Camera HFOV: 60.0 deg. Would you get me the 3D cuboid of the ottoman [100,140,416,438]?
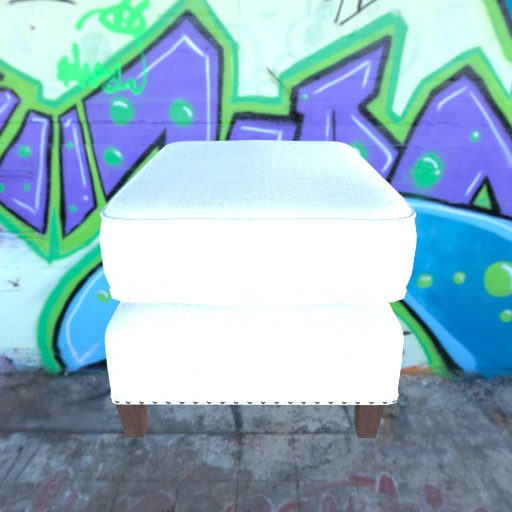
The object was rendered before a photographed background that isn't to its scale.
[{"bbox_3d":[0.000,0.000,1.145,0.589,0.537,0.738,0,25,0],"label":"ottoman"}]
